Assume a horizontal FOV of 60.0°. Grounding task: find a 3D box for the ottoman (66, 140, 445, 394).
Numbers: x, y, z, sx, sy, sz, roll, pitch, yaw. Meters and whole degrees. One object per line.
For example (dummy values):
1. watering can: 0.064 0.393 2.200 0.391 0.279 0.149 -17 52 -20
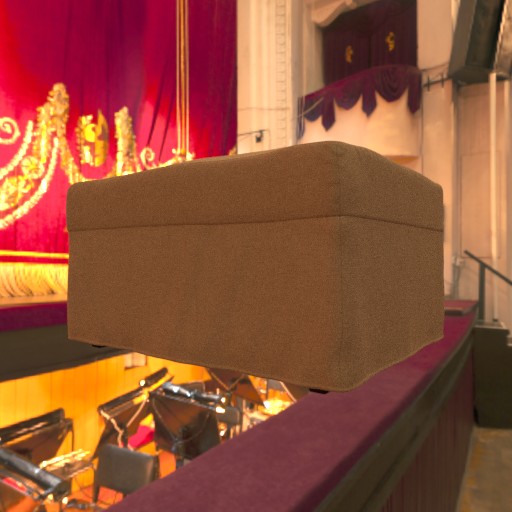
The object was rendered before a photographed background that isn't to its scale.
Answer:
1. ottoman: 0.000 0.000 1.211 0.833 0.485 0.650 0 0 36
